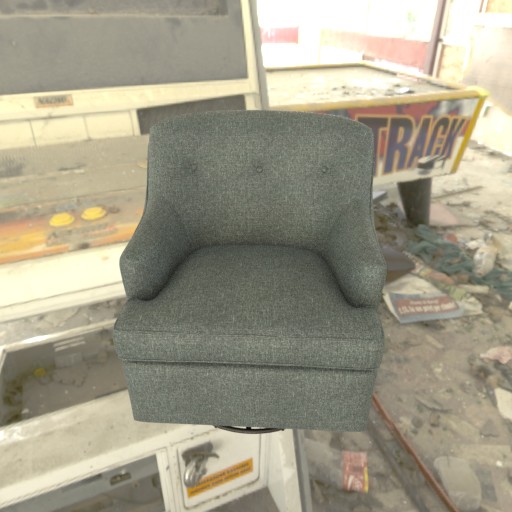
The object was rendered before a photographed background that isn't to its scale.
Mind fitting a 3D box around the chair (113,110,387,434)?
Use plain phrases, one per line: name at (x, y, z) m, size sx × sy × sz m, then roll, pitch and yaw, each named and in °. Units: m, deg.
chair at (0.000, 0.000, 1.606) m, size 0.864 × 0.856 × 0.923 m, roll 2°, pitch 30°, yaw 3°
